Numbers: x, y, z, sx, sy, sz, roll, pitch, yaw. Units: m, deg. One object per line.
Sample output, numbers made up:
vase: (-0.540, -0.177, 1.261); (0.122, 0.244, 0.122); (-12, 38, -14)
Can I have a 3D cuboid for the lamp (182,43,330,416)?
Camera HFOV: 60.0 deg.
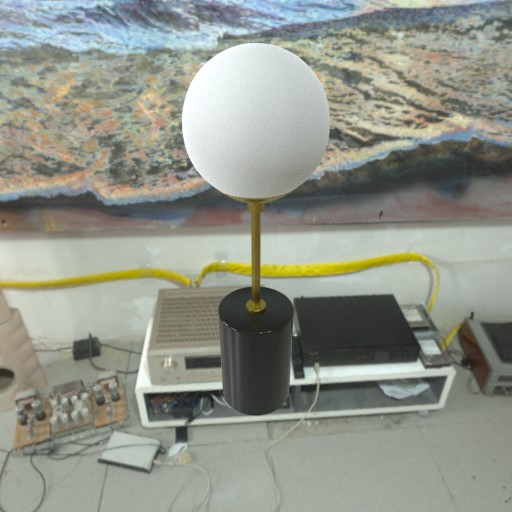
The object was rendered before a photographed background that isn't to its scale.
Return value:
lamp: (0.000, 0.000, 0.552); (0.153, 0.480, 0.153); (0, 32, 0)
